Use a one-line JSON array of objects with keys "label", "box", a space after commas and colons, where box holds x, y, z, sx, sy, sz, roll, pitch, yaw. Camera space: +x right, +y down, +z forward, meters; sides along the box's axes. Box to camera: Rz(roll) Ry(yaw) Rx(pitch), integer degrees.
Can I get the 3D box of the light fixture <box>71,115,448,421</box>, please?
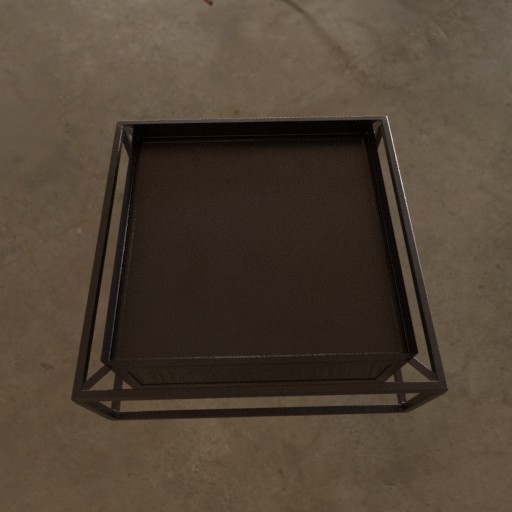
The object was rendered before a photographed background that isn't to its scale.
[{"label": "light fixture", "box": [0.000, 0.000, 0.679, 0.441, 0.191, 0.441, -1, 62, -1]}]
